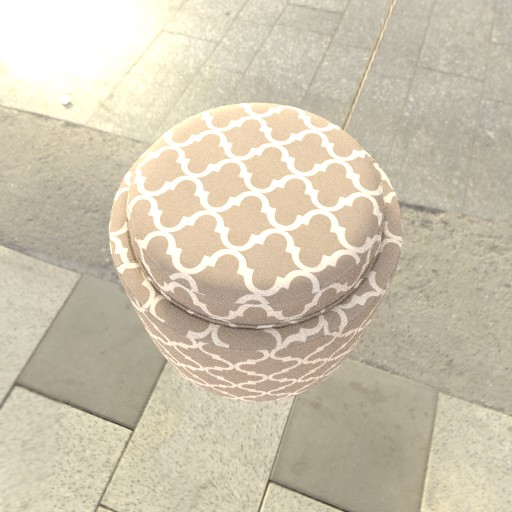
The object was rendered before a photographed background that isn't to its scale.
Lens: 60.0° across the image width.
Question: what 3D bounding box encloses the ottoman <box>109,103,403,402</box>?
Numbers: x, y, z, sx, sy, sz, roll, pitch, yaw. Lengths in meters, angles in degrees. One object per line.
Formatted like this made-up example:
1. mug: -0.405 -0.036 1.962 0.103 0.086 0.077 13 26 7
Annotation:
1. ottoman: 0.000 0.000 0.841 0.480 0.429 0.480 0 59 0
